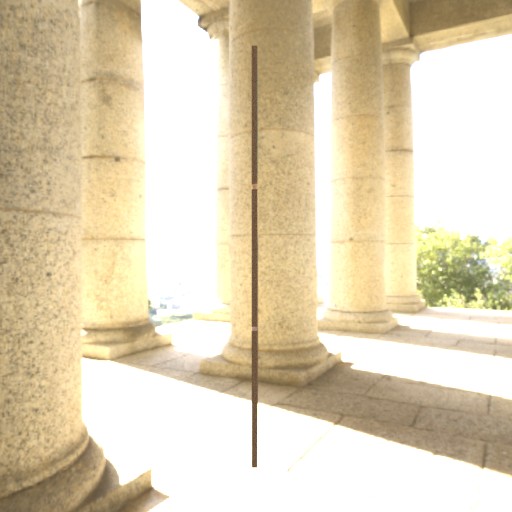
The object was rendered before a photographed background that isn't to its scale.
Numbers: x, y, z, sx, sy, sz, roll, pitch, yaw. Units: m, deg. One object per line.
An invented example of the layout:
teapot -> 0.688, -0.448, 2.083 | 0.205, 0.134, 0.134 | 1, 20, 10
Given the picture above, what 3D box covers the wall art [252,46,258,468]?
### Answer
wall art -> 0.000, 0.000, 1.874 | 0.016, 1.207, 1.217 | 0, 0, 0
